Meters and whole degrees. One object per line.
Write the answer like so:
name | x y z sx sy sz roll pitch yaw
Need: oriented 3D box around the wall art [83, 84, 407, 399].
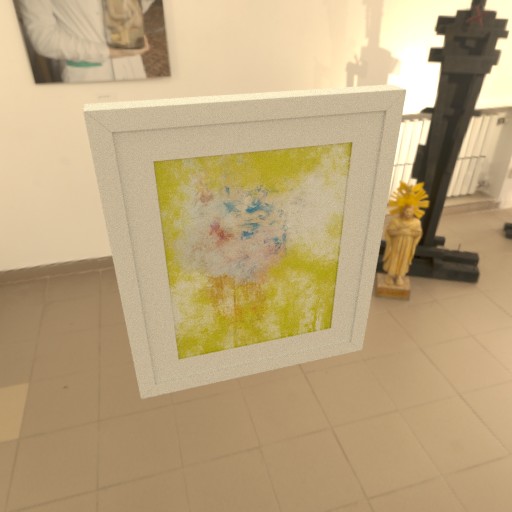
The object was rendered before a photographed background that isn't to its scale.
wall art | 0.000 0.000 0.548 0.331 0.381 0.028 -9 33 -14
